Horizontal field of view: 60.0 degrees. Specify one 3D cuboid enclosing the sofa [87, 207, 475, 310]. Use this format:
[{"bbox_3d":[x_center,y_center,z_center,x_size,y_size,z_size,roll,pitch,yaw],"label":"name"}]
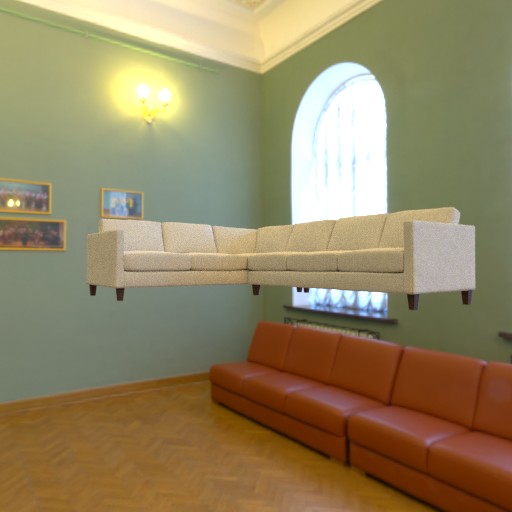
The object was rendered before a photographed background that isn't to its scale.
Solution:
[{"bbox_3d":[0.000,0.000,4.410,2.432,0.863,3.182,1,-1,-36],"label":"sofa"}]
